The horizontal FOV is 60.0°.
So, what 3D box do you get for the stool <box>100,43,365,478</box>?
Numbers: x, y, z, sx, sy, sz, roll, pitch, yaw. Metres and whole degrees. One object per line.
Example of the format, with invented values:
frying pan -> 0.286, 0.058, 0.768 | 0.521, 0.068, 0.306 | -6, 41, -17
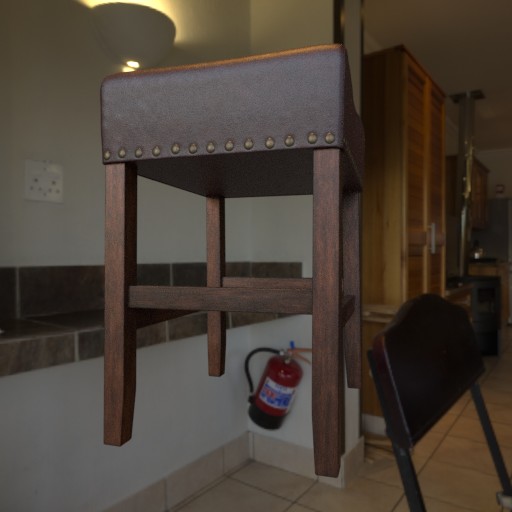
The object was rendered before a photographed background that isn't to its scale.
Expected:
stool -> 0.000, 0.000, 0.877 | 0.397, 0.608, 0.465 | 0, 0, 17
